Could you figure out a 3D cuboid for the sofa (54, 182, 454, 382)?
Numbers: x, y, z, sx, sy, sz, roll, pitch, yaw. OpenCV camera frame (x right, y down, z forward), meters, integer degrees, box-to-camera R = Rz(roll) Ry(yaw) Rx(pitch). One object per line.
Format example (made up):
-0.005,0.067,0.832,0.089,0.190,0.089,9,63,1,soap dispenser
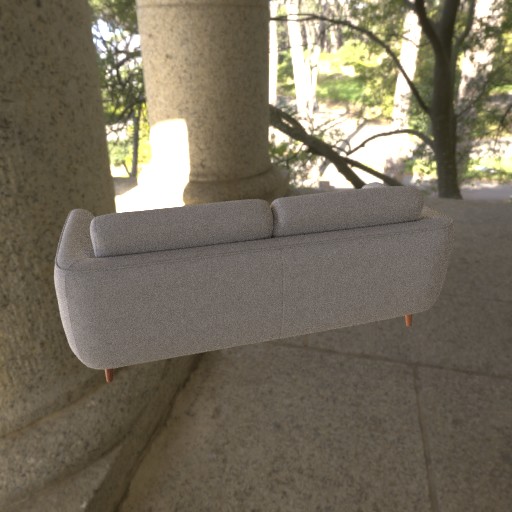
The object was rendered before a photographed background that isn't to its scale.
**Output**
0.000,0.000,2.479,2.000,0.850,0.920,-7,27,-15,sofa
